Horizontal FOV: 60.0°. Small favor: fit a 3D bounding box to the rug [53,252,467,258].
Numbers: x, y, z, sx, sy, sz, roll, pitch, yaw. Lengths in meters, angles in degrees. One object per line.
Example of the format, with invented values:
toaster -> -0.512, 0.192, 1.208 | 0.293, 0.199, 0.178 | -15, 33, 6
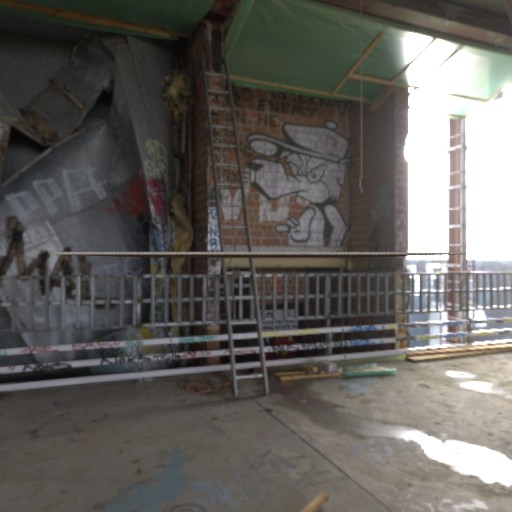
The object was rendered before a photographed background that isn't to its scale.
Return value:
rug -> 0.000, 0.000, 4.121 | 2.441, 0.015, 3.050 | 0, -1, -1
